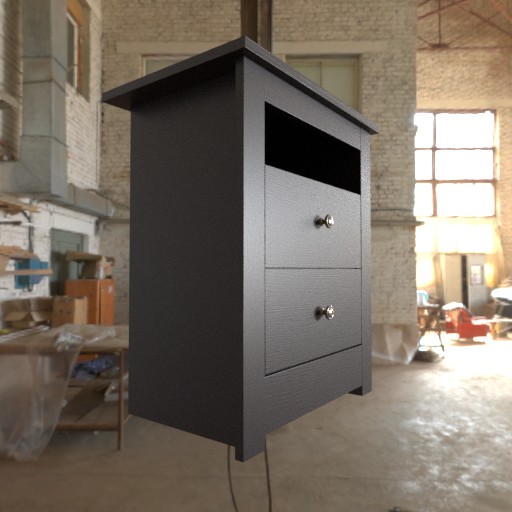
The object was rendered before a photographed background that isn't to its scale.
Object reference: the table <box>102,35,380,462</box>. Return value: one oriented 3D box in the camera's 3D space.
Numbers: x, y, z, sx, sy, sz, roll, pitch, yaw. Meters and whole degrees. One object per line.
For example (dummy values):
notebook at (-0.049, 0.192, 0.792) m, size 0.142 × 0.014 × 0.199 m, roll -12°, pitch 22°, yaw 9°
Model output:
table at (0.000, 0.000, 1.079) m, size 0.408 × 0.711 × 0.589 m, roll -1°, pitch -2°, yaw 37°
